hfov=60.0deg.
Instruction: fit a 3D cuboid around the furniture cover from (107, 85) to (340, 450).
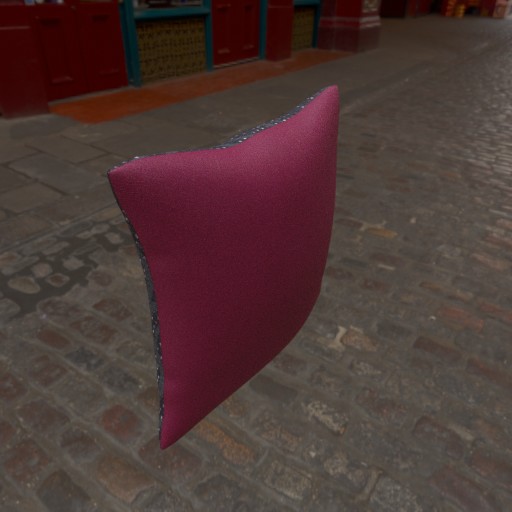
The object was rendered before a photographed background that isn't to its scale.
[{"bbox_3d":[0.000,0.000,0.809,0.193,0.509,0.552,21,38,29],"label":"furniture cover"}]
